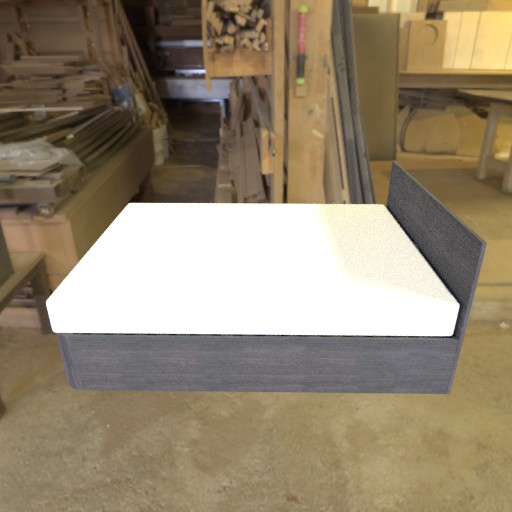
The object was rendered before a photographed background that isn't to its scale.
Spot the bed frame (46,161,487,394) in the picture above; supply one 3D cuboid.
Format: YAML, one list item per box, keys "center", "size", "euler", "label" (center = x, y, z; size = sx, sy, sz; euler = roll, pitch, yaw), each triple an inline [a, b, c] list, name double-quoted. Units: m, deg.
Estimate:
- center: [0.000, 0.000, 2.617]
  size: [1.900, 0.800, 1.400]
  euler: [0, 26, 1]
  label: "bed frame"
